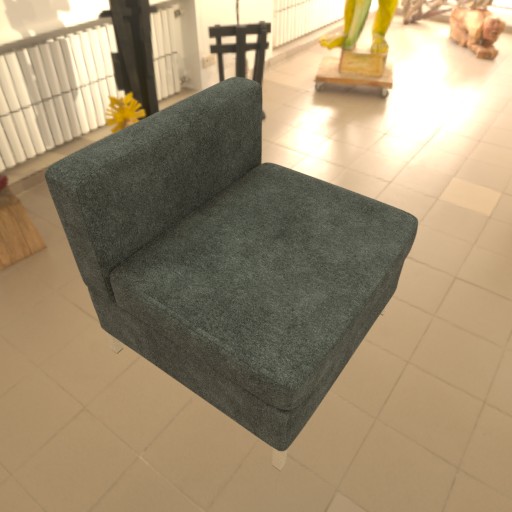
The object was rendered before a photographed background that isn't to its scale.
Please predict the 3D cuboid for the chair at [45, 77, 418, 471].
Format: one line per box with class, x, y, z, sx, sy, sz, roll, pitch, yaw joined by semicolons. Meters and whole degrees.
chair;0.000;0.000;1.207;0.680;0.660;0.680;26;48;26
